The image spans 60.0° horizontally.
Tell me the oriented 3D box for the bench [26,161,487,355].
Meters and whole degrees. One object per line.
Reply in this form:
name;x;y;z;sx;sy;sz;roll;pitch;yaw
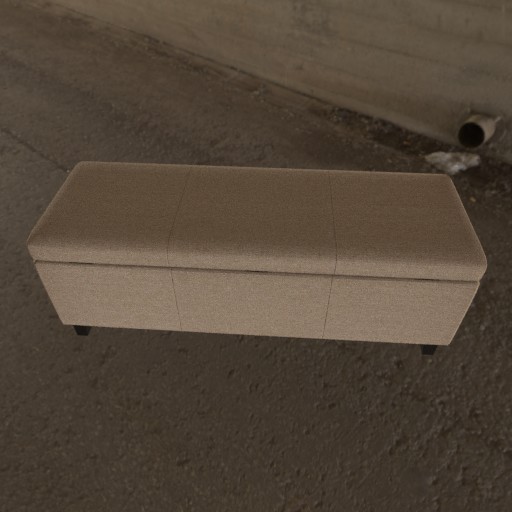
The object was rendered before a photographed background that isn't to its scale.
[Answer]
bench;0.000;0.000;1.473;1.269;0.438;0.446;3;44;3
